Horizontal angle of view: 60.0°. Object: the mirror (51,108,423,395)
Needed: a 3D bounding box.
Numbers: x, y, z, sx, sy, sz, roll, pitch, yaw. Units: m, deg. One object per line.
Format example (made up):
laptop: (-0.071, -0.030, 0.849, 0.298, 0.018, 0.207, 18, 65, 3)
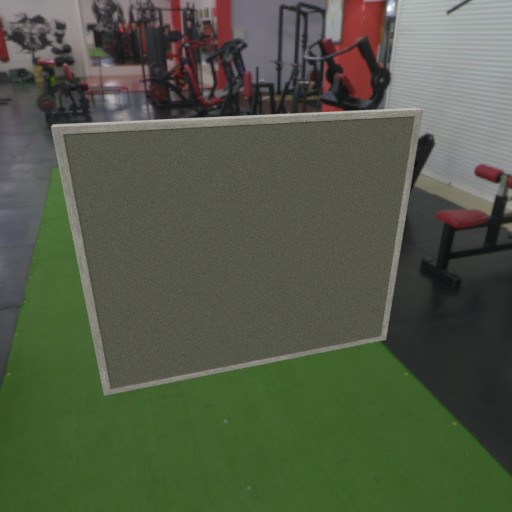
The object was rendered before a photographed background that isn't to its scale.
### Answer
mirror: (0.000, 0.000, 1.129, 0.839, 0.689, 0.028, -8, 27, -15)
